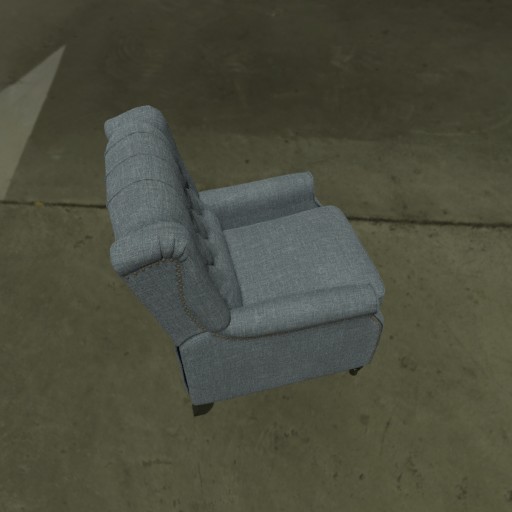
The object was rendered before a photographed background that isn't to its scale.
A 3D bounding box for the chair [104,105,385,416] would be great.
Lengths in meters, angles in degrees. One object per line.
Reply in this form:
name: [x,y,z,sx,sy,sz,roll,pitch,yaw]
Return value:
chair: [0.000,0.000,1.674,0.898,1.035,0.742,-11,48,-10]
